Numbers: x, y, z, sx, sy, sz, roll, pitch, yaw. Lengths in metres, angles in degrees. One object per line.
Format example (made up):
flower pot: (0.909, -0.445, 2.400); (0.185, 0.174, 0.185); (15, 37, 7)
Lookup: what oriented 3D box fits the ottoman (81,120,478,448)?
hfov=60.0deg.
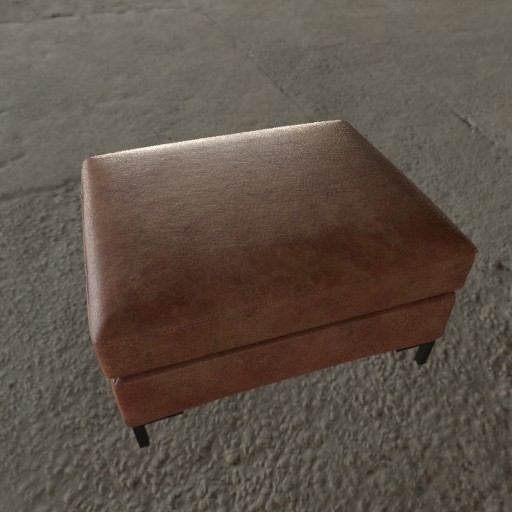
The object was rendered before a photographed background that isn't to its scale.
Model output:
ottoman: (0.000, 0.000, 1.753); (1.186, 0.667, 0.965); (-12, 44, -13)
